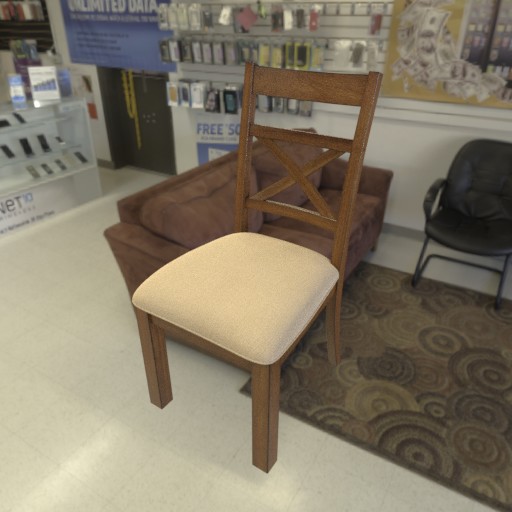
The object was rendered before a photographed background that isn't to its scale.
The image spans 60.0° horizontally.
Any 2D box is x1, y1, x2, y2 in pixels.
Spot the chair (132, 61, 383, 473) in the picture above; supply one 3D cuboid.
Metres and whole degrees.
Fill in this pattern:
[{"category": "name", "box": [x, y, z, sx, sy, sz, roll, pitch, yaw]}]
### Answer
[{"category": "chair", "box": [0.000, 0.000, 1.257, 0.461, 0.949, 0.581, 18, 34, 29]}]
